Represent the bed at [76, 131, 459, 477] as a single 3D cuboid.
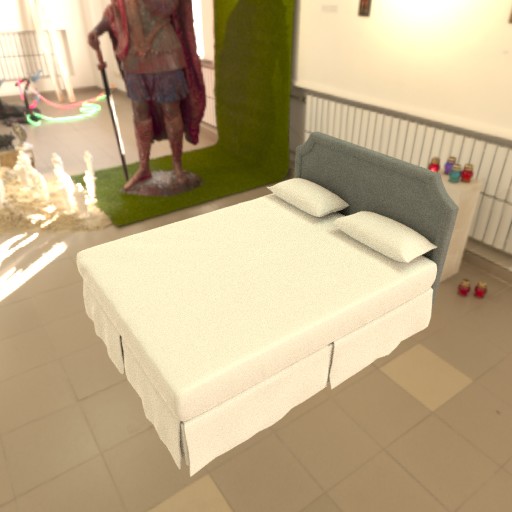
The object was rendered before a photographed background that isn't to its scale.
[{"bbox_3d":[0.000,0.000,3.584,2.464,1.306,1.977,-20,37,-30],"label":"bed"}]
